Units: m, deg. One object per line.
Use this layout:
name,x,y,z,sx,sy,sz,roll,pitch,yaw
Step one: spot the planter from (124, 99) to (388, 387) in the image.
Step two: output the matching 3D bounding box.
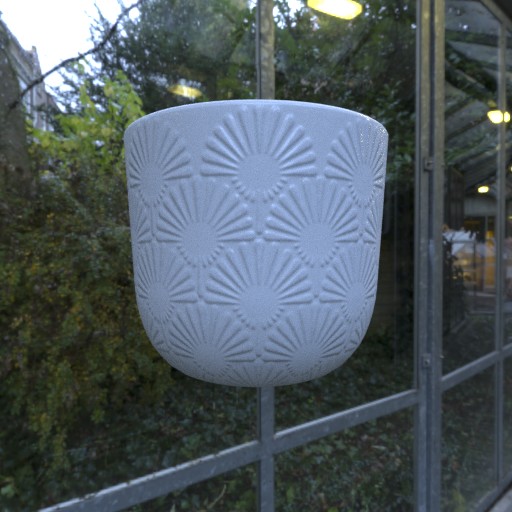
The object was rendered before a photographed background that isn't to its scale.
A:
planter,0.000,0.000,0.297,0.170,0.152,0.170,0,0,0
